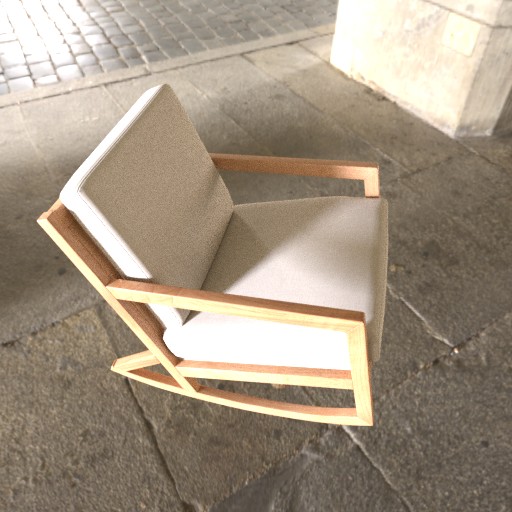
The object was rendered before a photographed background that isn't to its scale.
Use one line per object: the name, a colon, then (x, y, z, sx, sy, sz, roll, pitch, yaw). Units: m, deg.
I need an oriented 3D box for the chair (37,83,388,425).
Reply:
chair: (0.000, 0.000, 1.361, 0.857, 0.790, 0.622, 10, 47, 9)
